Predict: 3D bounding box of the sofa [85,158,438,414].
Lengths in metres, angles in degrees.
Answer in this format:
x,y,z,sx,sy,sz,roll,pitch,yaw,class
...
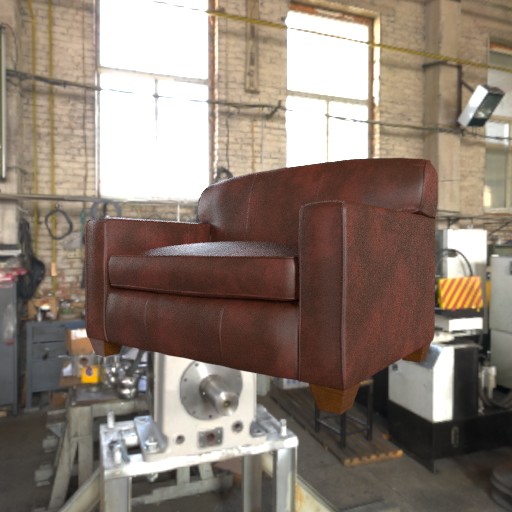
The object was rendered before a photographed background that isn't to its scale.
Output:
x,y,z,sx,sy,sz,roll,pitch,yaw,class
0.000,0.000,2.084,1.413,0.956,1.000,1,1,37,sofa
